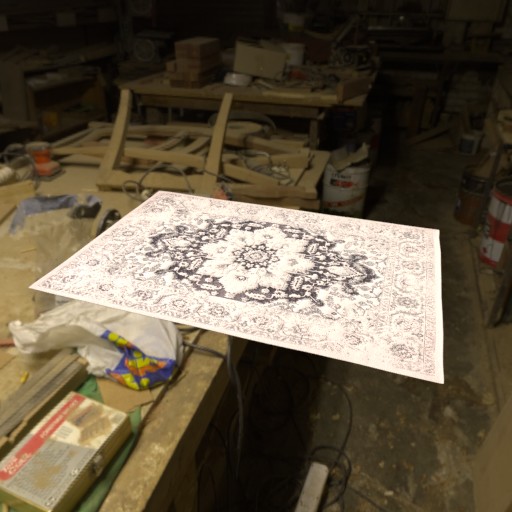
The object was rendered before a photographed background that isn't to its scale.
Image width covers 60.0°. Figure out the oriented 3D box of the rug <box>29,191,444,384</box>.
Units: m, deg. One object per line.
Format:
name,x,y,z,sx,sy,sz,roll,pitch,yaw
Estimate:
rug,0.000,0.000,2.294,1.813,0.008,1.223,10,32,16
